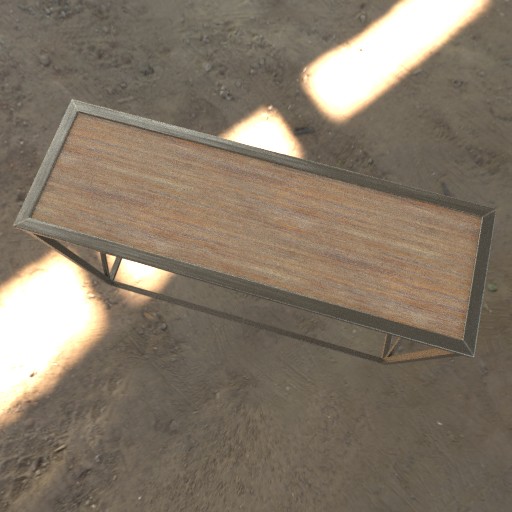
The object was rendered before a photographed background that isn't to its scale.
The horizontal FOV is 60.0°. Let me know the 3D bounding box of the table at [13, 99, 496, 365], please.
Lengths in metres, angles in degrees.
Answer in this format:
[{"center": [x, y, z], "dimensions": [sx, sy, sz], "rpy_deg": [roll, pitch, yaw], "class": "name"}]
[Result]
[{"center": [0.000, 0.000, 1.533], "dimensions": [1.216, 0.753, 0.402], "rpy_deg": [16, 75, 4], "class": "table"}]
